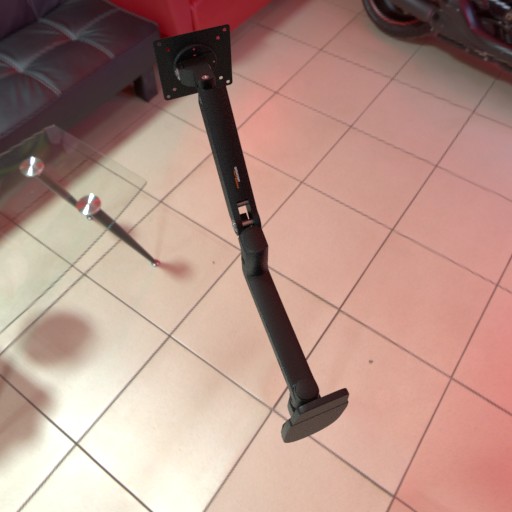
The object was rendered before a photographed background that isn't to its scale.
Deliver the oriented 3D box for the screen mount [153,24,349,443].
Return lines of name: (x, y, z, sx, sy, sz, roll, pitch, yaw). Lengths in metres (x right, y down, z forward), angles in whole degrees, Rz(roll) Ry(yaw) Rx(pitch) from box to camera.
screen mount: (0.000, 0.000, 0.706, 0.115, 0.466, 0.495, -19, 60, -11)
